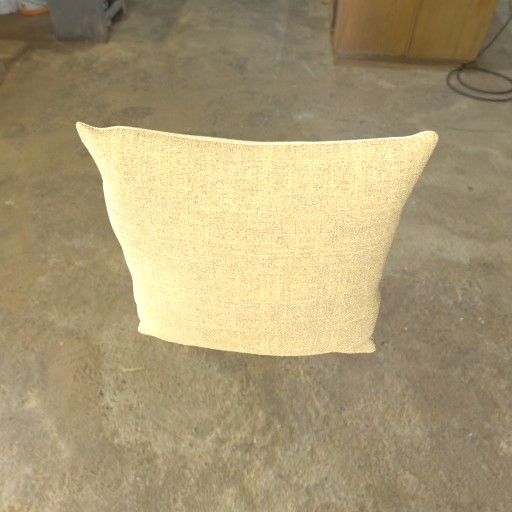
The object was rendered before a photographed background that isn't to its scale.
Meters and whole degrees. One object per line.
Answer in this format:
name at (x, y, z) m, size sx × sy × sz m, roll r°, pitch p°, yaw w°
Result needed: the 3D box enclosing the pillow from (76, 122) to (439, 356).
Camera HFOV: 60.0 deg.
pillow at (0.000, 0.000, 0.673) m, size 0.439 × 0.440 × 0.182 m, roll 3°, pitch 46°, yaw 3°
